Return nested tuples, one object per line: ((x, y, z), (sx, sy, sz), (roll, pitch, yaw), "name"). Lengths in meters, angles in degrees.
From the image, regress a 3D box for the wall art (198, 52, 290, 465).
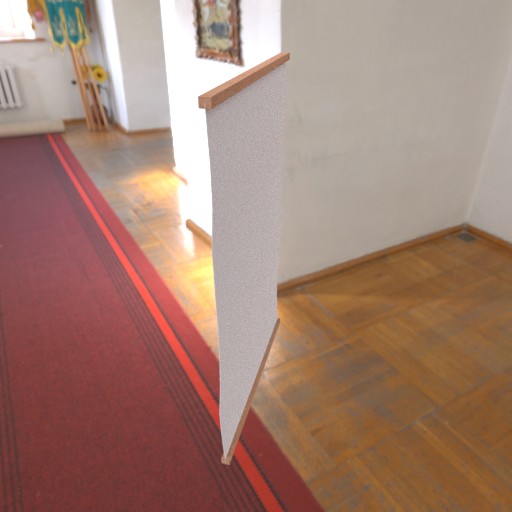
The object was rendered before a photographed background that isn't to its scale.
((0.000, 0.000, 0.646), (0.012, 0.508, 0.332), (8, 32, 13), "wall art")
